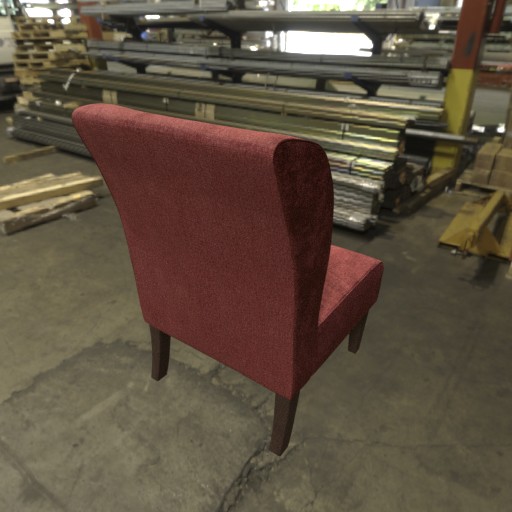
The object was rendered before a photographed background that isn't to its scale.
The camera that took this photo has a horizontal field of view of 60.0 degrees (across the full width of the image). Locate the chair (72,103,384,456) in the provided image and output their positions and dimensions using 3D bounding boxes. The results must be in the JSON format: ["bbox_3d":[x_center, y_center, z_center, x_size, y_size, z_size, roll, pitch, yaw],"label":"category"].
[{"bbox_3d":[0.000,0.000,1.229,0.538,0.846,0.640,20,35,31],"label":"chair"}]
